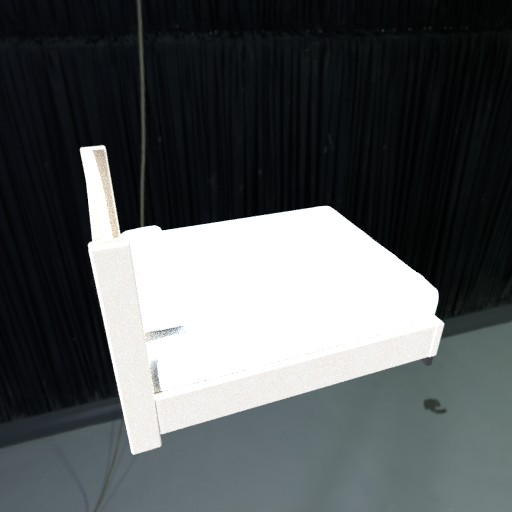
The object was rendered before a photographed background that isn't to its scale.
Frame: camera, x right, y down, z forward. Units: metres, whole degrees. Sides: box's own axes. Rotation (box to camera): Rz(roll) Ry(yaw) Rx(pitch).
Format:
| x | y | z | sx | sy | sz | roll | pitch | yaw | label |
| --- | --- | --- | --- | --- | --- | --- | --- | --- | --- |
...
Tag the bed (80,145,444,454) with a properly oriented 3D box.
| x | y | z | sx | sy | sz | roll | pitch | yaw | label |
| --- | --- | --- | --- | --- | --- | --- | --- | --- | --- |
| 0.000 | 0.000 | 3.462 | 2.293 | 1.471 | 1.778 | -10 | 31 | -17 | bed |
